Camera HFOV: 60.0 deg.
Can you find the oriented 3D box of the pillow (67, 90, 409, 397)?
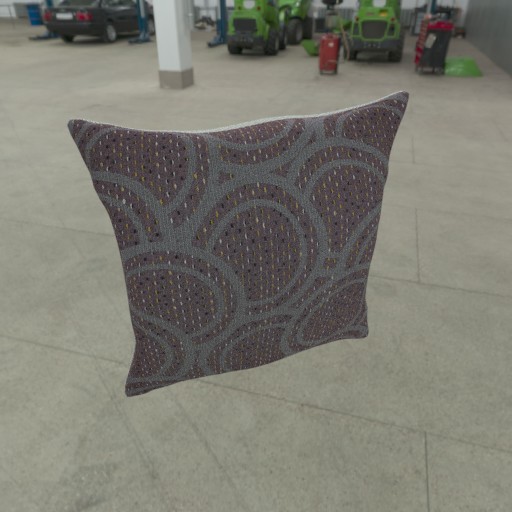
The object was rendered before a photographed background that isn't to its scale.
[{"bbox_3d":[0.000,0.000,0.767,0.514,0.513,0.163,-10,33,-16],"label":"pillow"}]
